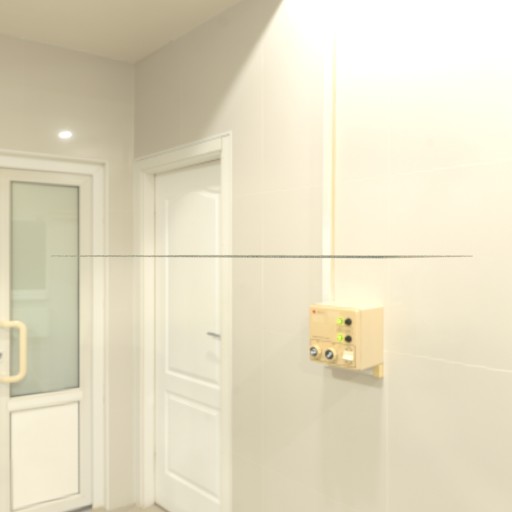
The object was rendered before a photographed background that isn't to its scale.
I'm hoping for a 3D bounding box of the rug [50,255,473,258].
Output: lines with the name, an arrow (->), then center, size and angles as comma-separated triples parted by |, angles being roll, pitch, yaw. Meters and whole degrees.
rug -> 0.000, 0.000, 2.293 | 1.827, 0.005, 1.229 | 0, 0, 37
